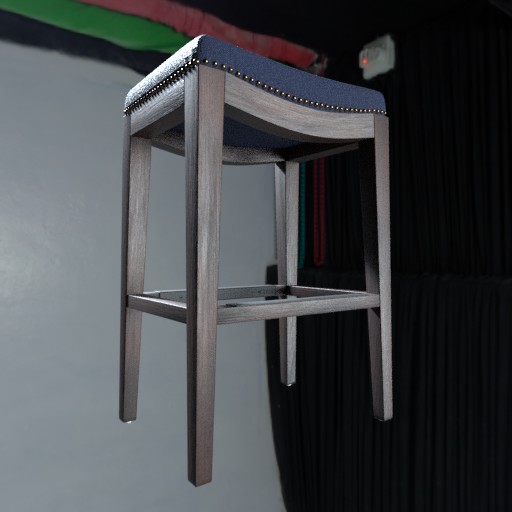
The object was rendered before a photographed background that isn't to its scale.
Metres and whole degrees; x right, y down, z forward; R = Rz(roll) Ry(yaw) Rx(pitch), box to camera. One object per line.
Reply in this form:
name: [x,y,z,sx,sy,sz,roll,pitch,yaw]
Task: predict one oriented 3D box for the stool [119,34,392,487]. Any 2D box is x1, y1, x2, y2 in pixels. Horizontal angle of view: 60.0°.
stool: [0.000,0.000,0.989,0.498,0.740,0.358,0,1,-36]
